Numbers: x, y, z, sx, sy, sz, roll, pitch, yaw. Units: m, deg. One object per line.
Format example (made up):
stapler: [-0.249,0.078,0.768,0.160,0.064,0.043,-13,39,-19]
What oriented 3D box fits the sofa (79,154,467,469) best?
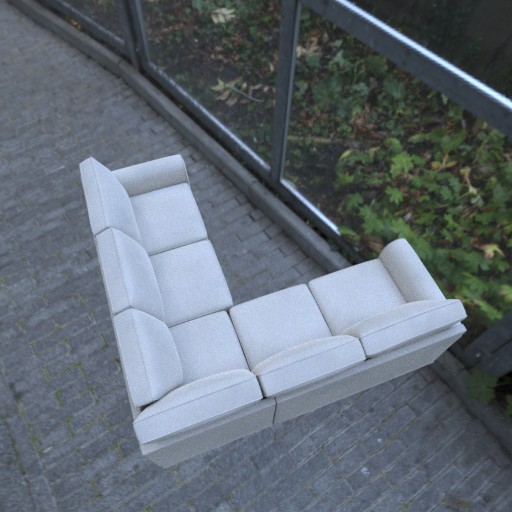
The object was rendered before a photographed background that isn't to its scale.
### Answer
sofa: [0.000,0.000,3.846,2.487,1.054,2.569,-18,60,-11]
